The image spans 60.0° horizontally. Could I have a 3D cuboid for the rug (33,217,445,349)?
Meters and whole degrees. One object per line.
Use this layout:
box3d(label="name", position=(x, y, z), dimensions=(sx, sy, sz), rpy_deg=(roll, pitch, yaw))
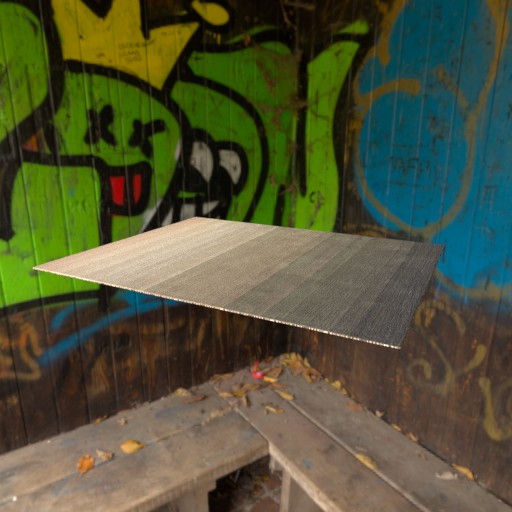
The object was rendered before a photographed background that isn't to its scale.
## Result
box3d(label="rug", position=(0.000, 0.000, 3.964), dimensions=(2.932, 0.015, 2.315), rpy_deg=(8, 19, 26))
